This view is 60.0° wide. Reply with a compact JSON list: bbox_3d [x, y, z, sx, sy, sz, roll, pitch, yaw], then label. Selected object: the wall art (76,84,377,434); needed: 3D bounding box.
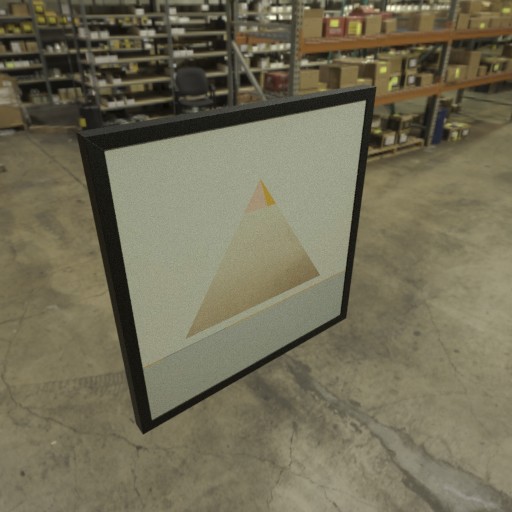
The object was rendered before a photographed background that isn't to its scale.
[{"bbox_3d":[0.000,0.000,1.161,0.769,0.766,0.042,-22,37,-32],"label":"wall art"}]
